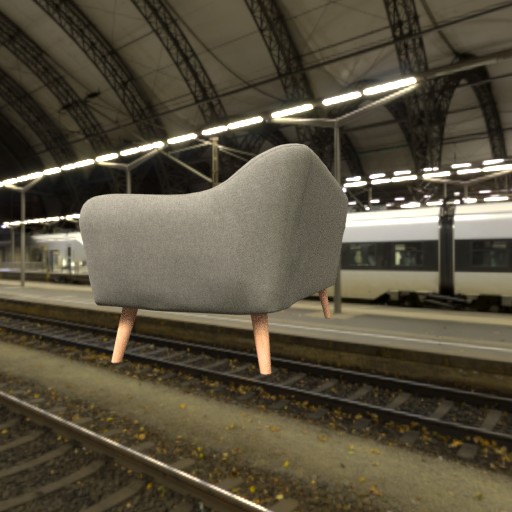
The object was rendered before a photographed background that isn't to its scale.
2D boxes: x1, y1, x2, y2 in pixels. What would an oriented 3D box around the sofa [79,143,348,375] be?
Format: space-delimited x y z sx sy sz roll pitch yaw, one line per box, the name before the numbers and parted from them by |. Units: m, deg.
sofa | 0.000 0.000 2.316 0.820 0.820 1.840 0 0 17
